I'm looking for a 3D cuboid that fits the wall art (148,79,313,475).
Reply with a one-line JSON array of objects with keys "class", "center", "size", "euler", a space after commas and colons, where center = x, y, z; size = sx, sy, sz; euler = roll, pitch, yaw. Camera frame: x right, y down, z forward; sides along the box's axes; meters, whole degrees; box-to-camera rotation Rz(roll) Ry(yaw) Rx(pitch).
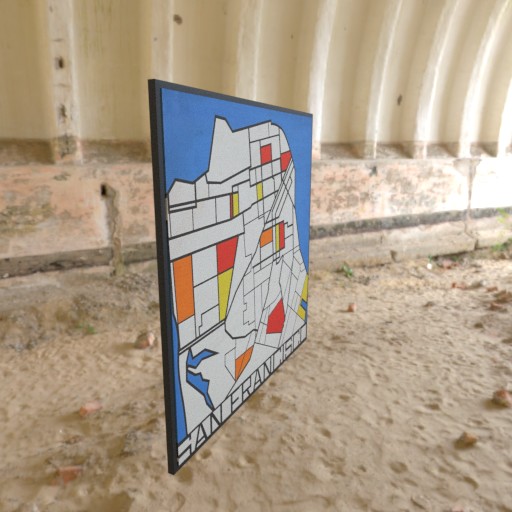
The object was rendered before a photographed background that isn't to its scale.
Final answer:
[{"class": "wall art", "center": [0.000, 0.000, 1.004], "size": [0.015, 0.663, 0.664], "euler": [7, 15, 26]}]
